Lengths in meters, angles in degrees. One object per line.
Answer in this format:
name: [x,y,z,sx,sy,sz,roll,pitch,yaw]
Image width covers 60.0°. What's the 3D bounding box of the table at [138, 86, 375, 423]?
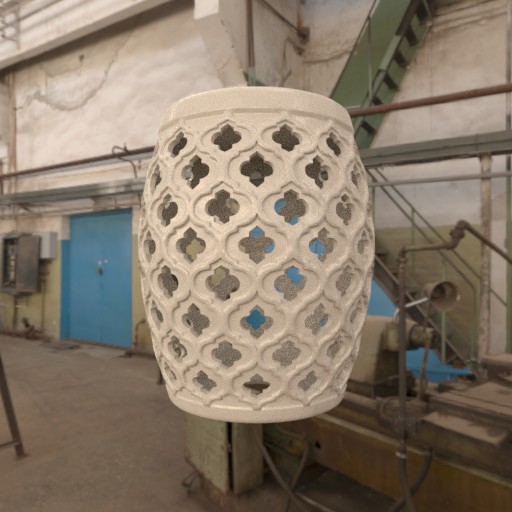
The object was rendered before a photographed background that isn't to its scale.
table: [0.000,0.000,0.630,0.325,0.388,0.325,0,0,0]
